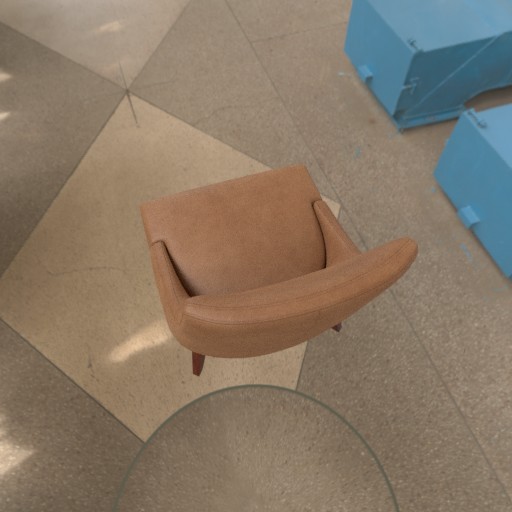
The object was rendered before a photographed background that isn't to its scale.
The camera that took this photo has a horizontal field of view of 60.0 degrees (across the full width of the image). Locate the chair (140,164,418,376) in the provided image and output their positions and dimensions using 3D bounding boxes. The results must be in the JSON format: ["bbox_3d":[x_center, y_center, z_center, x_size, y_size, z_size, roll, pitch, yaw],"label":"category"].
[{"bbox_3d":[0.000,0.000,1.499,0.701,0.909,0.861,-15,59,-9],"label":"chair"}]
